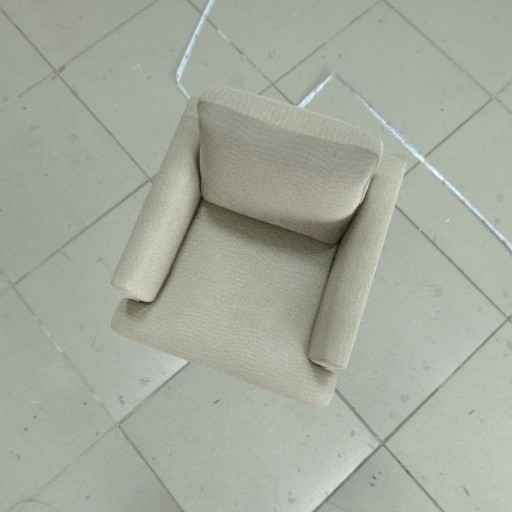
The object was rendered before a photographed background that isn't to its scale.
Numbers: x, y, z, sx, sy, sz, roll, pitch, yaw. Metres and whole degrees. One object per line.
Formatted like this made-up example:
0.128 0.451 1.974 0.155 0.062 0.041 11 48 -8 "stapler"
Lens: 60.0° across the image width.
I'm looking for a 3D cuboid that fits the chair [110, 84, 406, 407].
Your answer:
0.000 0.000 1.688 0.858 0.957 0.899 19 77 4 "chair"
